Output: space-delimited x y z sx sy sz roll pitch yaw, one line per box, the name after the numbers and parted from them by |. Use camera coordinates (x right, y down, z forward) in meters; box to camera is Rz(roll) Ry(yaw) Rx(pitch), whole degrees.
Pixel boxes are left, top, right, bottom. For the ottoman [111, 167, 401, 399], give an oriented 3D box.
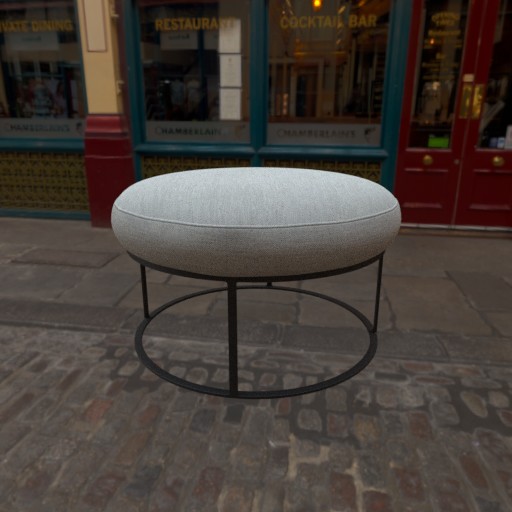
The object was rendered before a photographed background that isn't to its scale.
0.000 0.000 1.265 0.769 0.459 0.769 0 17 0 | ottoman
